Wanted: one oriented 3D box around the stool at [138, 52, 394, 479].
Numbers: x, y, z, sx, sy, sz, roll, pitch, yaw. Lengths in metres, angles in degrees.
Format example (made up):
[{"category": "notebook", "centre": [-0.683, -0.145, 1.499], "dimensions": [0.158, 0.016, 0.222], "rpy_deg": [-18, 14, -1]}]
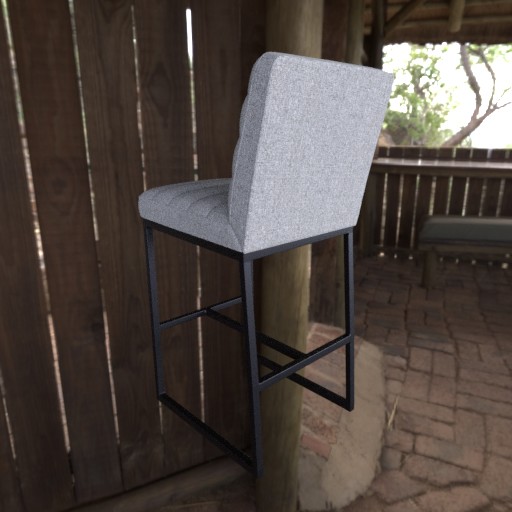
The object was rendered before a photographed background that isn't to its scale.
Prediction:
[{"category": "stool", "centre": [0.000, 0.000, 1.324], "dimensions": [0.459, 1.034, 0.571], "rpy_deg": [-15, 22, -41]}]
